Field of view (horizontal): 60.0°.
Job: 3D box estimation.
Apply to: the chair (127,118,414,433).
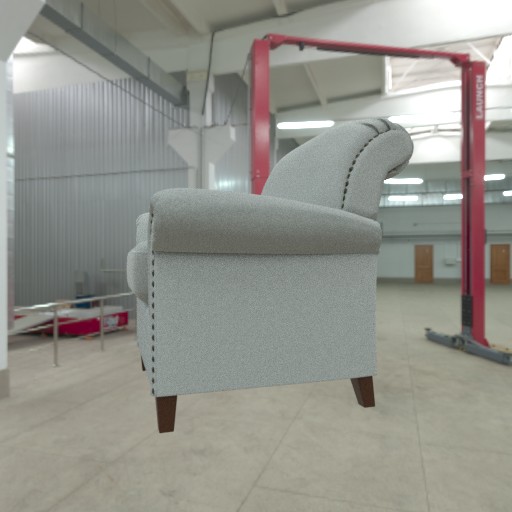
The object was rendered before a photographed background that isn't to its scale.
[{"bbox_3d":[0.000,0.000,1.607,0.890,0.927,0.854,0,0,-18],"label":"chair"}]
